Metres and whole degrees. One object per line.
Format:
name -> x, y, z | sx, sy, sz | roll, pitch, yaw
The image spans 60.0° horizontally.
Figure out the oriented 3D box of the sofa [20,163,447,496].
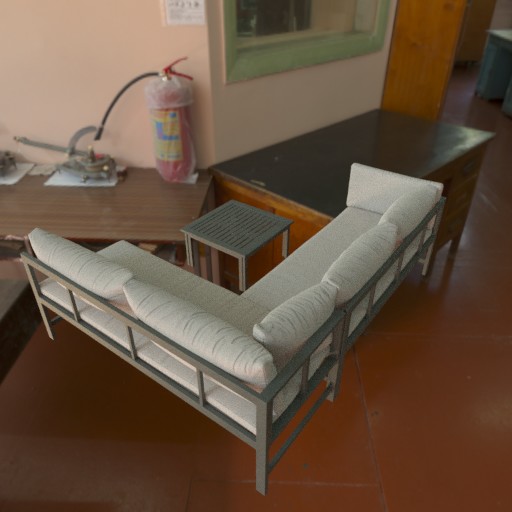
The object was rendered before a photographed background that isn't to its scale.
sofa -> 0.000, 0.000, 2.846 | 1.658, 0.758, 2.096 | 22, 40, 30
